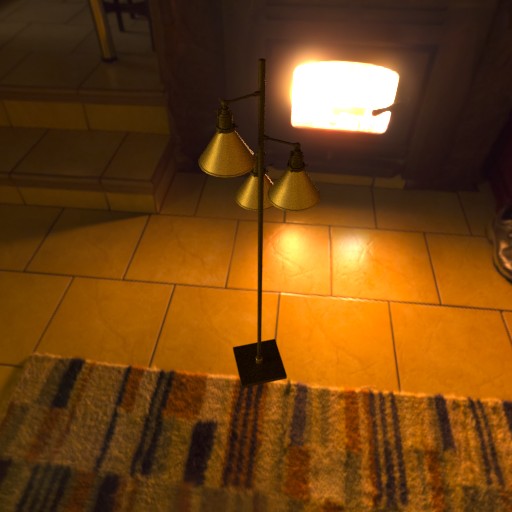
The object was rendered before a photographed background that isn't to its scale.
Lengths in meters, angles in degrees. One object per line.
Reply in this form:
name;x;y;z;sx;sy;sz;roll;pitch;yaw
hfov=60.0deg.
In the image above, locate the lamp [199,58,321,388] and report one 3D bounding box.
lamp;0.000;0.000;1.953;0.428;1.716;0.415;-10;46;-10
